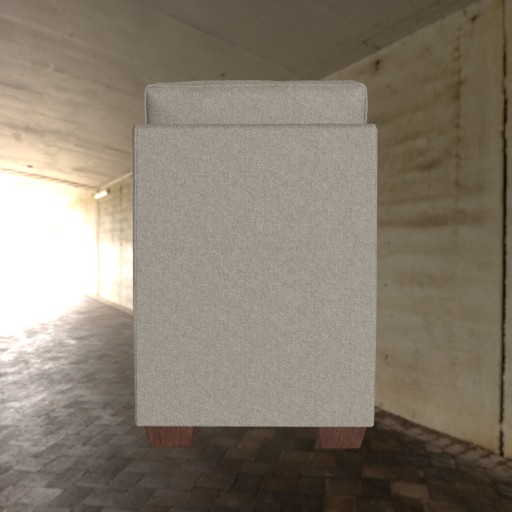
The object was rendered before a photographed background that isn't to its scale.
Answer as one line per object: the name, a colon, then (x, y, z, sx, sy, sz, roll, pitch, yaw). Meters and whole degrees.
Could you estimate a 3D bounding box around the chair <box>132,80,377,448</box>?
chair: (0.000, 0.000, 1.690, 0.674, 1.058, 1.020, 0, 1, 0)
